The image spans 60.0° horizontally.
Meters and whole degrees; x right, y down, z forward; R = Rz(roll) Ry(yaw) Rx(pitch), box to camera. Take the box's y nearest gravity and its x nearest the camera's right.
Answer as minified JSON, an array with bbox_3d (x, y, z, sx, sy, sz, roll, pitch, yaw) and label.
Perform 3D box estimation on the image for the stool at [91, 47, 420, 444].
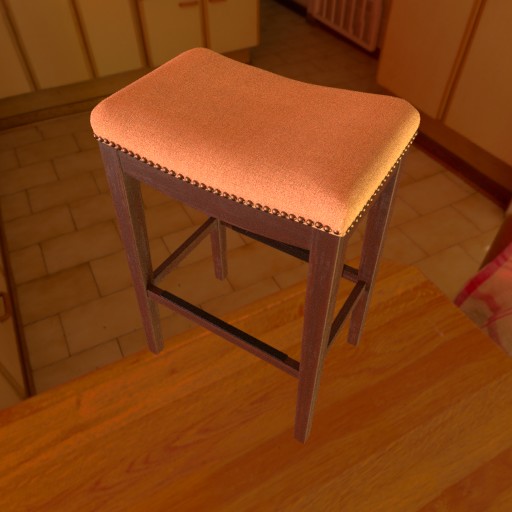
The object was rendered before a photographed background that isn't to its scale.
[{"bbox_3d":[0.000,0.000,1.030,0.509,0.768,0.363,24,51,21],"label":"stool"}]
